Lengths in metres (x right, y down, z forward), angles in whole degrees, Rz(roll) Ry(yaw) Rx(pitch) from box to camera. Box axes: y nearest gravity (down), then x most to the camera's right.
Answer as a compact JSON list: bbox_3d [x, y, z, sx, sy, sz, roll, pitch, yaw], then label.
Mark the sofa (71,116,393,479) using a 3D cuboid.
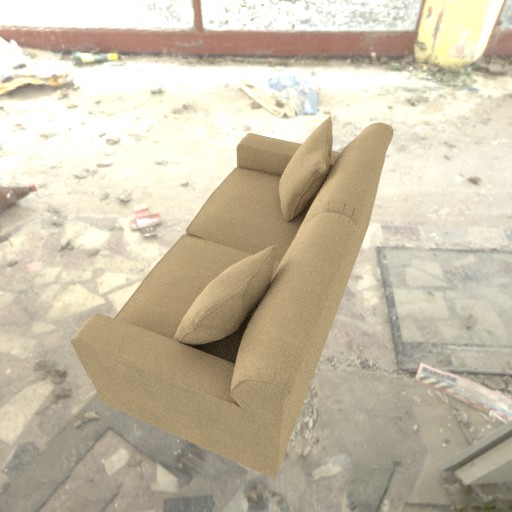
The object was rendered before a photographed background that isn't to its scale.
[{"bbox_3d":[0.000,0.000,2.424,0.998,0.958,1.846,17,47,16],"label":"sofa"}]
